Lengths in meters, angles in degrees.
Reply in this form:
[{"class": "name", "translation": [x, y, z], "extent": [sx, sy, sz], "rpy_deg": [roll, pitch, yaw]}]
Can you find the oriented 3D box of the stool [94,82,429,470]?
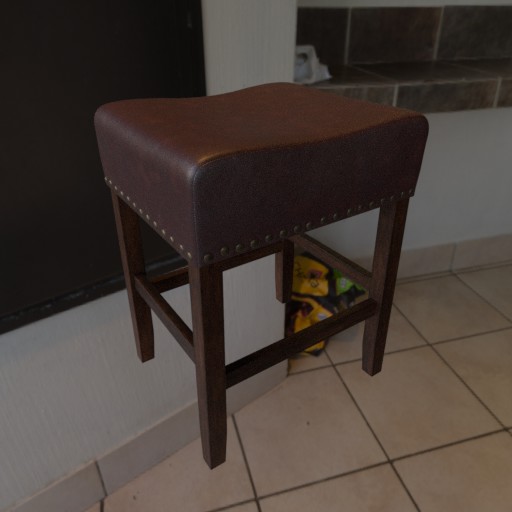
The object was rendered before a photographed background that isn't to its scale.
[{"class": "stool", "translation": [0.000, 0.000, 0.926], "extent": [0.465, 0.608, 0.397], "rpy_deg": [-19, 35, -29]}]
